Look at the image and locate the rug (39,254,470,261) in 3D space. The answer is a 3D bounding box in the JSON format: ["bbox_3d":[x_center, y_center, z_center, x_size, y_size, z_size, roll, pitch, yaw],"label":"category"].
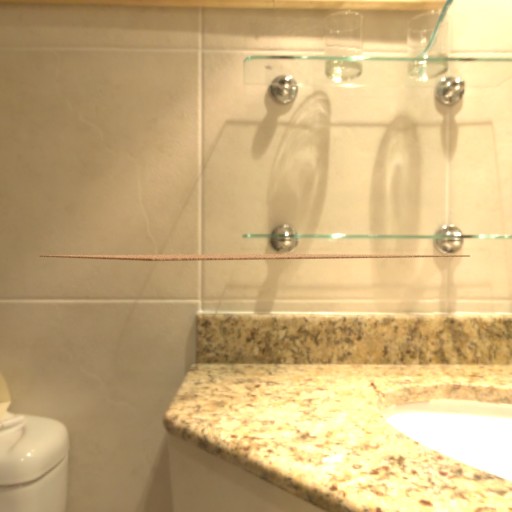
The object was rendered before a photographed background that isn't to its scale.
[{"bbox_3d":[0.000,0.000,4.141,3.205,0.013,2.448,0,1,-38],"label":"rug"}]
